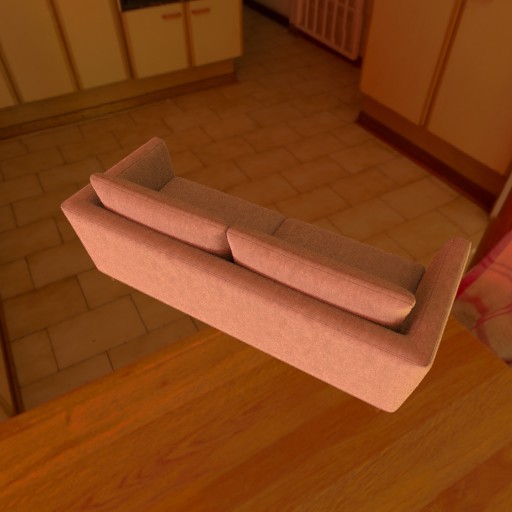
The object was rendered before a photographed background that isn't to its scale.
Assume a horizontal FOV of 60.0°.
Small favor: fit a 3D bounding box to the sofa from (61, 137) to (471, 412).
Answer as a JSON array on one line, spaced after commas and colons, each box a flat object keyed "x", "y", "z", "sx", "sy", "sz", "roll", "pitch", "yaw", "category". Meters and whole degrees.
[{"x": 0.000, "y": 0.000, "z": 2.596, "sx": 2.121, "sy": 0.864, "sz": 0.889, "roll": 22, "pitch": 49, "yaw": 20, "category": "sofa"}]
